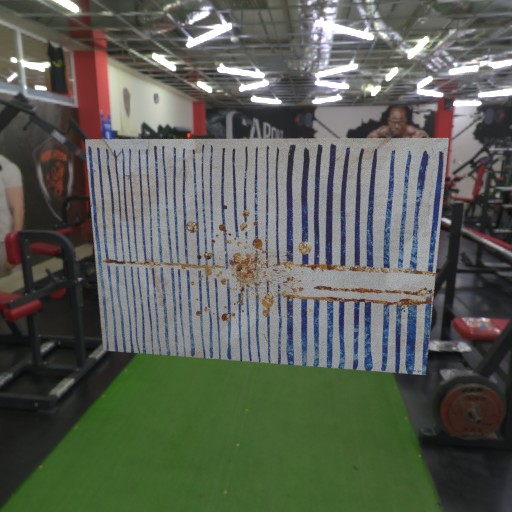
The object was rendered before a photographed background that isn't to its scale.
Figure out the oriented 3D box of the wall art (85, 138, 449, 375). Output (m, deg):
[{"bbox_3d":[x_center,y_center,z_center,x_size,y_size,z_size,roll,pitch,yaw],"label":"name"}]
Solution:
[{"bbox_3d":[0.000,0.000,1.484,1.143,0.757,0.038,2,14,9],"label":"wall art"}]
